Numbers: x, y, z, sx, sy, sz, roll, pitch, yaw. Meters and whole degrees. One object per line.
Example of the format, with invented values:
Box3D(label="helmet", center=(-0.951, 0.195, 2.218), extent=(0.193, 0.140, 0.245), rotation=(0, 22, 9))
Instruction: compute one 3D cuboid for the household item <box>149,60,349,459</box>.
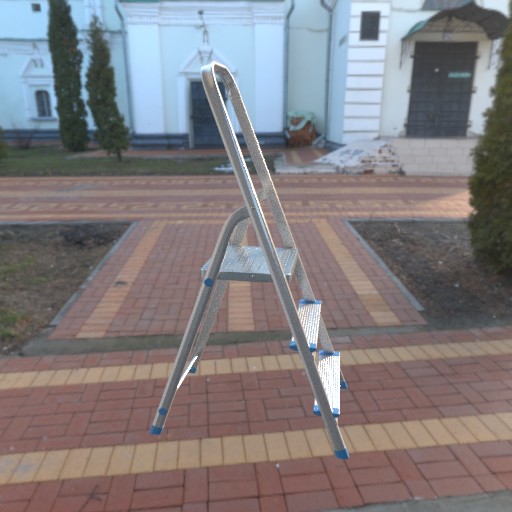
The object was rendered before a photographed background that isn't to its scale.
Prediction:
Box3D(label="household item", center=(0.000, 0.000, 1.507), extent=(0.687, 1.215, 0.420), rotation=(3, 18, 10))
